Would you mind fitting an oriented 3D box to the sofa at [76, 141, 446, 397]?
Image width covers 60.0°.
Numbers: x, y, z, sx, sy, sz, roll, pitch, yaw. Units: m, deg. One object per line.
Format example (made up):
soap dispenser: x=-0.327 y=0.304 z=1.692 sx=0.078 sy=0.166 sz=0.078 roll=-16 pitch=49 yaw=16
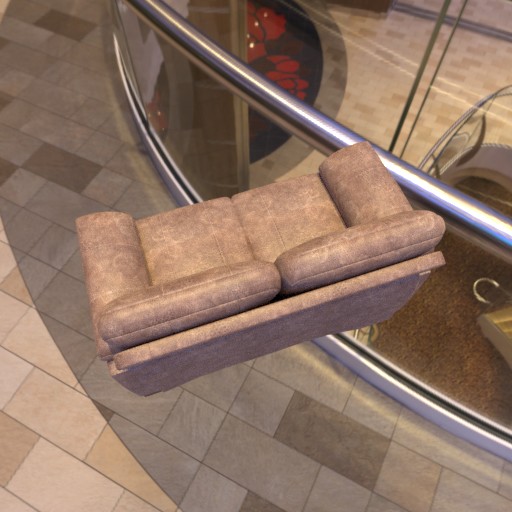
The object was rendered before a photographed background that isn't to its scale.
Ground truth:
sofa: x=0.000 y=0.000 z=2.399 sx=1.753 sy=0.991 sz=0.991 roll=-17 pitch=62 yaw=-9
